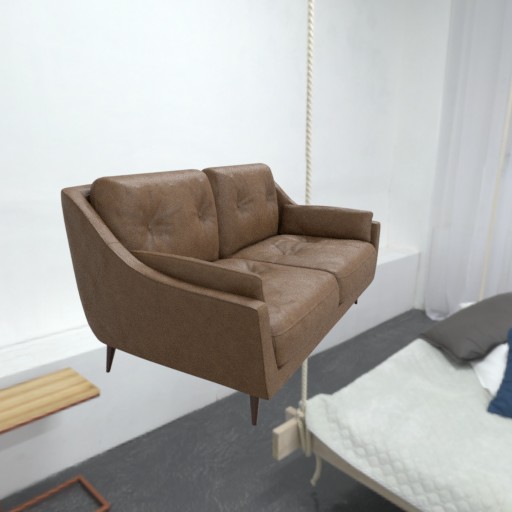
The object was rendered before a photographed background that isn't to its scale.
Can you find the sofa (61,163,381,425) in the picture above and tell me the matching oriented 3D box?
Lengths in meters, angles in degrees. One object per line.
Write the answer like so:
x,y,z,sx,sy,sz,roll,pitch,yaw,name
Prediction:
0.000,0.000,2.315,0.981,0.886,1.731,7,16,26,sofa
